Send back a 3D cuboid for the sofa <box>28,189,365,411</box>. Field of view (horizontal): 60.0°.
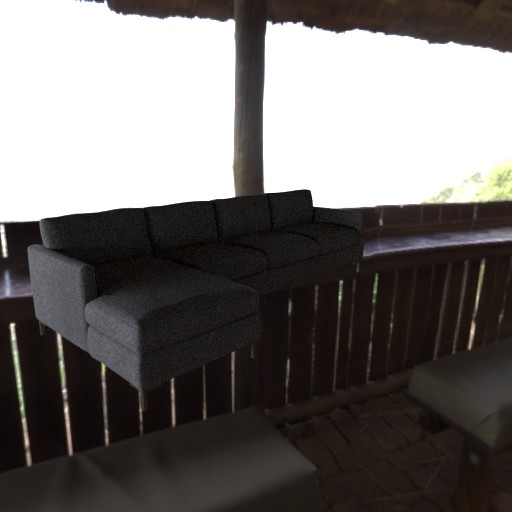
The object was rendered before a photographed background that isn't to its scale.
[{"bbox_3d":[0.000,0.000,3.447,1.350,0.810,2.932,13,19,42],"label":"sofa"}]
